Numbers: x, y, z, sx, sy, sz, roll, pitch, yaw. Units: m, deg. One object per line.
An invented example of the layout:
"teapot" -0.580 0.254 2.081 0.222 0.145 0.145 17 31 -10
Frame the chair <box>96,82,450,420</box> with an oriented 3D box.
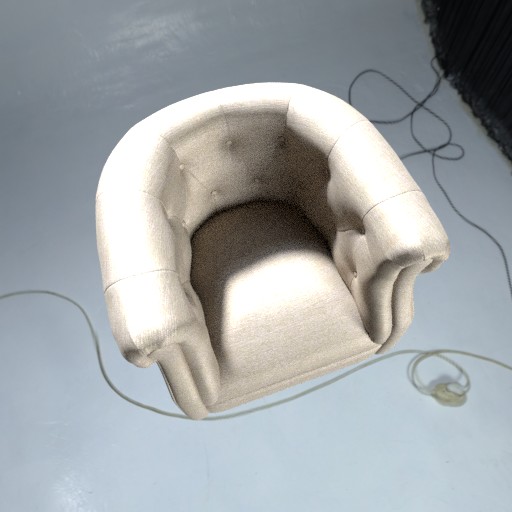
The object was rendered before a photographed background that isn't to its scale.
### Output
"chair" 0.000 0.000 1.534 0.905 0.827 0.852 -17 65 -8
